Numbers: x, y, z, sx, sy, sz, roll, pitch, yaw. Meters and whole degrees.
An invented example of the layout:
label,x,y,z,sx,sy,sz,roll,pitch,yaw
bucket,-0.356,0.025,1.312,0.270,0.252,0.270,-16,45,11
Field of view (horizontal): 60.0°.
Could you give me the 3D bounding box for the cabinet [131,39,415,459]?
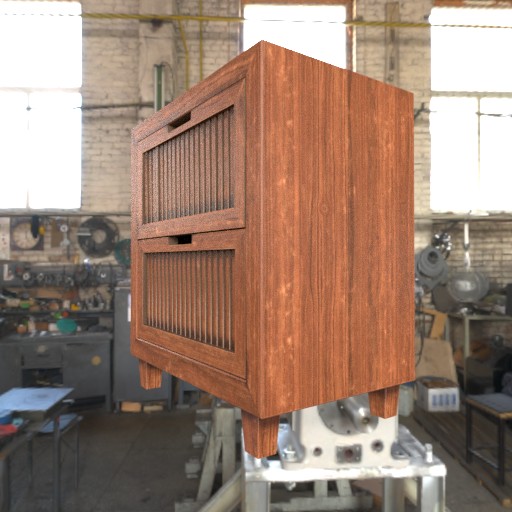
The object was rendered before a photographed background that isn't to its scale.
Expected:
label,x,y,z,sx,sy,sz,roll,pitch,yaw
cabinet,0.000,0.000,1.076,0.410,0.695,0.607,0,-1,-35
